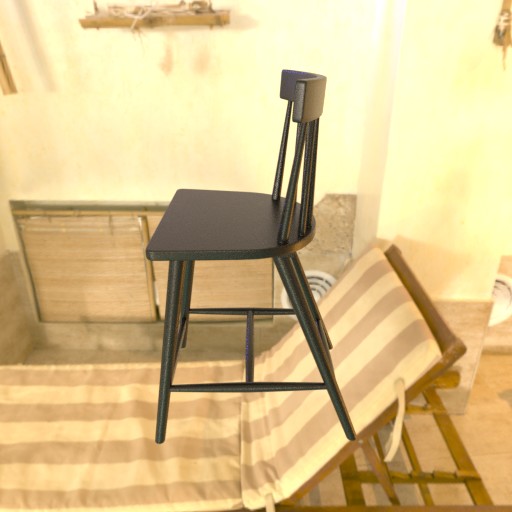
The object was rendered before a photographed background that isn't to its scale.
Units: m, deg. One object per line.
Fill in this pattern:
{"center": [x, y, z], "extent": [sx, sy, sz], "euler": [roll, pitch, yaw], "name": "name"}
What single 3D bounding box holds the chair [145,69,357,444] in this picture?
{"center": [0.000, 0.000, 1.250], "extent": [0.572, 0.952, 0.483], "euler": [0, 25, 0], "name": "chair"}
